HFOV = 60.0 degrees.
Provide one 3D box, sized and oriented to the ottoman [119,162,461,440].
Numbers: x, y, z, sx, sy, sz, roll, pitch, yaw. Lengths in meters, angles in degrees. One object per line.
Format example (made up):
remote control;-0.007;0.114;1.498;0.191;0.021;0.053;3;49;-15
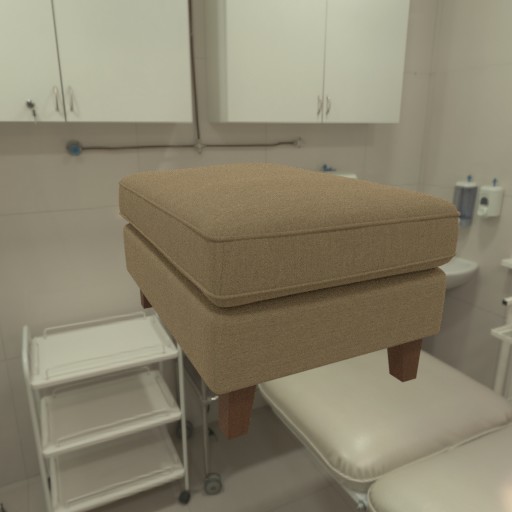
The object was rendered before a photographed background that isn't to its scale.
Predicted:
ottoman;0.000;0.000;1.324;0.636;0.521;0.945;-8;18;-25
